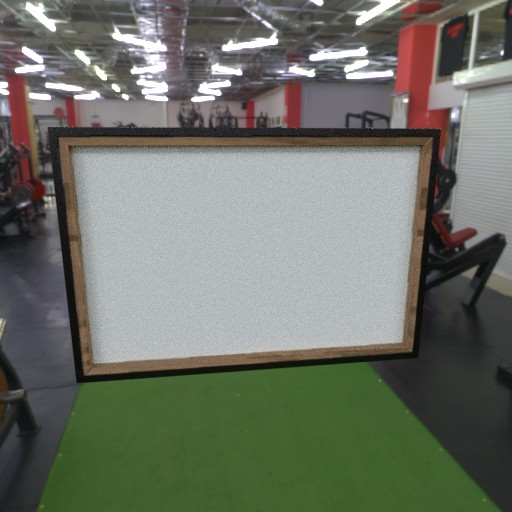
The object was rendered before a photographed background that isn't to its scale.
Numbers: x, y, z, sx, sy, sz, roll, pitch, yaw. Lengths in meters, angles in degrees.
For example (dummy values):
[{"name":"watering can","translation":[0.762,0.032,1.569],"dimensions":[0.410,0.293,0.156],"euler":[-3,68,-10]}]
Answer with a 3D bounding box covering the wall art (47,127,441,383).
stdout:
[{"name":"wall art","translation":[0.000,0.000,0.802],"dimensions":[0.659,0.446,0.022],"euler":[-2,15,-8]}]
